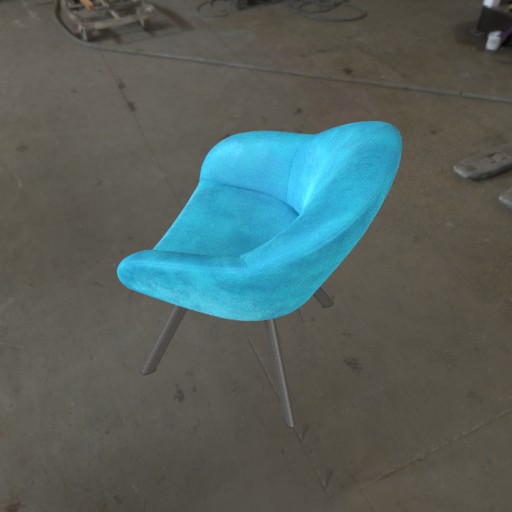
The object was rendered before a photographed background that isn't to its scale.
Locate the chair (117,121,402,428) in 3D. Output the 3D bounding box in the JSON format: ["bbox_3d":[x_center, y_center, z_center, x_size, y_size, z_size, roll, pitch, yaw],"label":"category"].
[{"bbox_3d":[0.000,0.000,1.186,0.590,0.795,0.550,15,48,14],"label":"chair"}]
